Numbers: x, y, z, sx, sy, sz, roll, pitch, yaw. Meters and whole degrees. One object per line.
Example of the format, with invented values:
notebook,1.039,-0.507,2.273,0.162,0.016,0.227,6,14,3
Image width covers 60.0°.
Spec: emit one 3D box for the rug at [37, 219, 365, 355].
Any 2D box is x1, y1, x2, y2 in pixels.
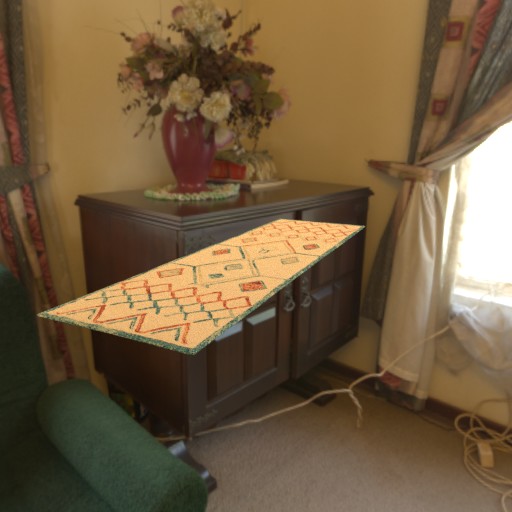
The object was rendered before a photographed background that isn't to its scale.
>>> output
rug,0.000,0.000,2.664,0.750,0.011,2.435,7,16,25
